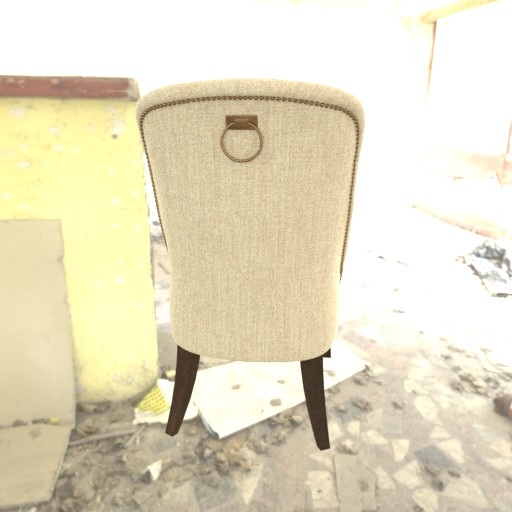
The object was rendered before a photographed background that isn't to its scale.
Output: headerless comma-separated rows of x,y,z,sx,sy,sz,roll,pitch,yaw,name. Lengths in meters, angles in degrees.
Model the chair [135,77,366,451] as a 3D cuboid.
0.000,0.000,1.502,0.634,1.091,0.629,2,19,7,chair
